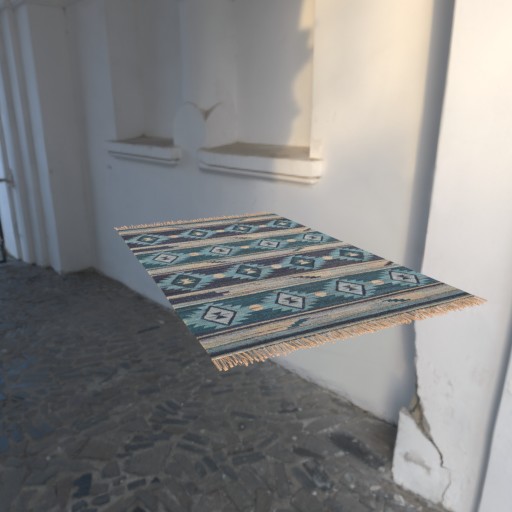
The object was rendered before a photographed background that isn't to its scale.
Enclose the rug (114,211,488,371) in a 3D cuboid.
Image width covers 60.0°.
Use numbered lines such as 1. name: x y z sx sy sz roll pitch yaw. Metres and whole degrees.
1. rug: 0.000 0.000 2.390 1.181 0.028 1.936 -8 20 -24
